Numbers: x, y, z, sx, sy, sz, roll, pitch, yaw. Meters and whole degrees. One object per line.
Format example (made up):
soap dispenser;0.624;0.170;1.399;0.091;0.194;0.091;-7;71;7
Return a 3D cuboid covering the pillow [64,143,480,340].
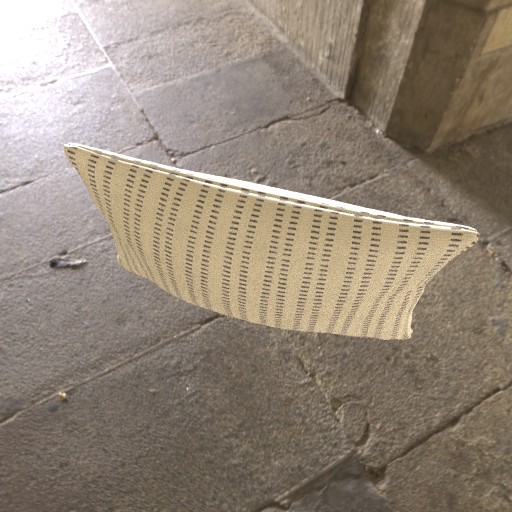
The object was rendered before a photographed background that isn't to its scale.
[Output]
pillow;0.000;0.000;0.787;0.640;0.353;0.210;14;58;9
